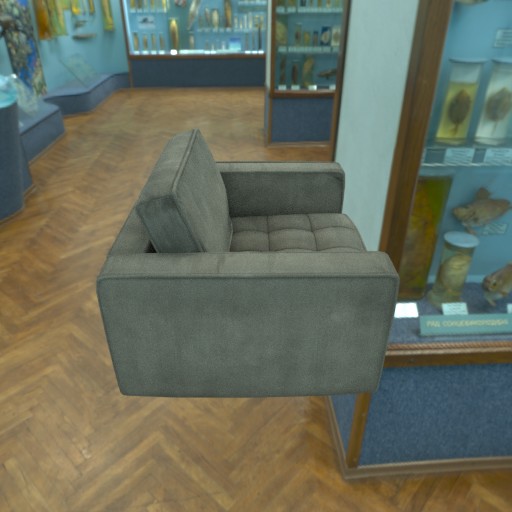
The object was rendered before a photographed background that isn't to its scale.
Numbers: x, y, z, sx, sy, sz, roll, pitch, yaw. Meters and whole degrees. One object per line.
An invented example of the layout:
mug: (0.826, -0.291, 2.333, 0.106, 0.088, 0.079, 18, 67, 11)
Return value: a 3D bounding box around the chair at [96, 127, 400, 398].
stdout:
chair: (0.000, 0.000, 1.599, 0.843, 0.773, 0.928, 0, 31, -1)
